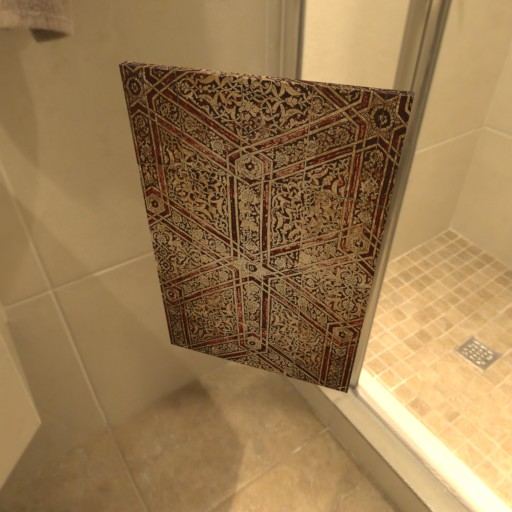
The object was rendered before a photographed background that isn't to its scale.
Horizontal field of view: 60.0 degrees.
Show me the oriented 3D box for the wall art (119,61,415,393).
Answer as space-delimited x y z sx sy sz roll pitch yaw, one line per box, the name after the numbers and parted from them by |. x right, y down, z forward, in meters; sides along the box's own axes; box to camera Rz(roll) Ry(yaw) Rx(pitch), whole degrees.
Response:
0.000 0.000 0.764 0.397 0.599 0.020 12 41 14 | wall art
